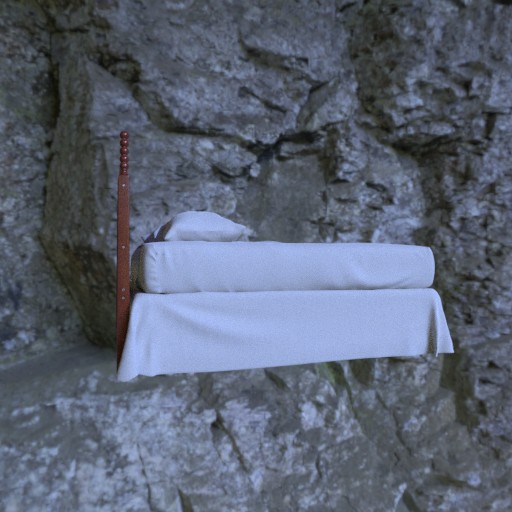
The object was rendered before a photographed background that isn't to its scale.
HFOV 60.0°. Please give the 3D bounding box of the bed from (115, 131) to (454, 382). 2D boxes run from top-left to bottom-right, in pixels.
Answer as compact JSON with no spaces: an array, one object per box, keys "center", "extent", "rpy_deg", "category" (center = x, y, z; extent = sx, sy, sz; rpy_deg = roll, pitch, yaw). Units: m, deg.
[{"center":[0.000,0.000,3.681],"extent":[2.219,1.355,2.322],"rpy_deg":[0,-1,-18],"category":"bed"}]
